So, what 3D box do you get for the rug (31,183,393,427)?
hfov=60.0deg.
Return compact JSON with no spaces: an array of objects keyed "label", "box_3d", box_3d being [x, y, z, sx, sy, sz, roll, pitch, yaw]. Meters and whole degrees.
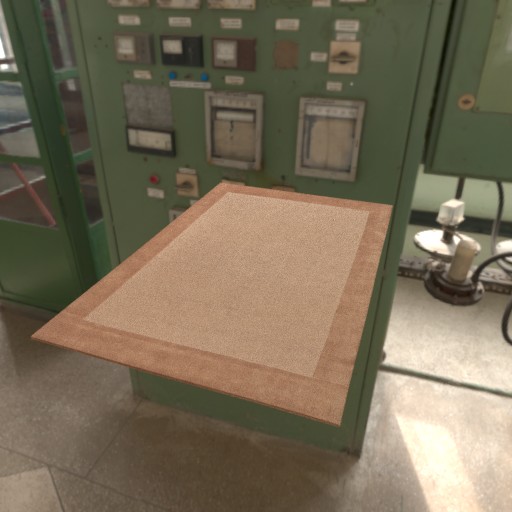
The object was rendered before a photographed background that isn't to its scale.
[{"label":"rug","box_3d":[0.000,0.000,2.300,1.219,0.014,1.829,10,31,17]}]
